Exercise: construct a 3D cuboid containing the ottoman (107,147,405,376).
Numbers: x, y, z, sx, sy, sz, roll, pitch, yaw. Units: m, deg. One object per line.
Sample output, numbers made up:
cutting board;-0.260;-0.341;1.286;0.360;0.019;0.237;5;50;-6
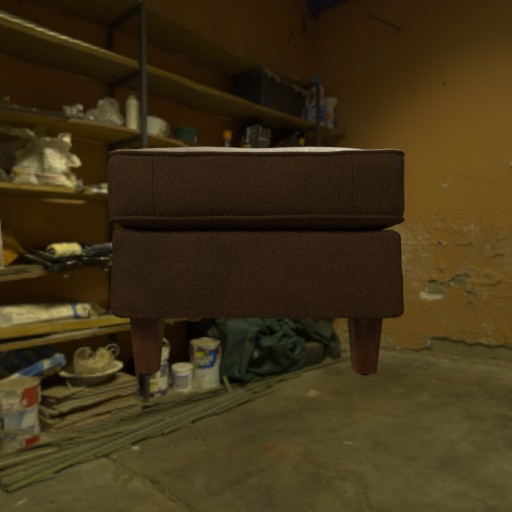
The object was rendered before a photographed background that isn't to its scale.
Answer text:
ottoman;0.000;0.000;1.251;0.596;0.481;0.860;0;0;0
